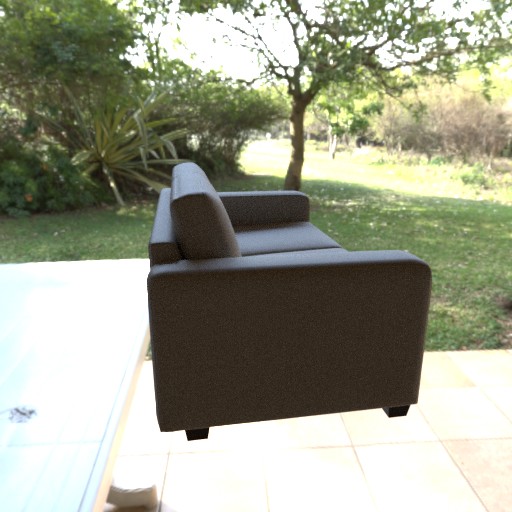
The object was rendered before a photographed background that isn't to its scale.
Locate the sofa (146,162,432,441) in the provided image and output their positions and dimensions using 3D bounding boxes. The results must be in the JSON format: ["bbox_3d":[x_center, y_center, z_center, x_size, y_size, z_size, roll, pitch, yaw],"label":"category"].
[{"bbox_3d":[0.000,0.000,2.078,0.900,0.800,1.540,-3,17,-9],"label":"sofa"}]
